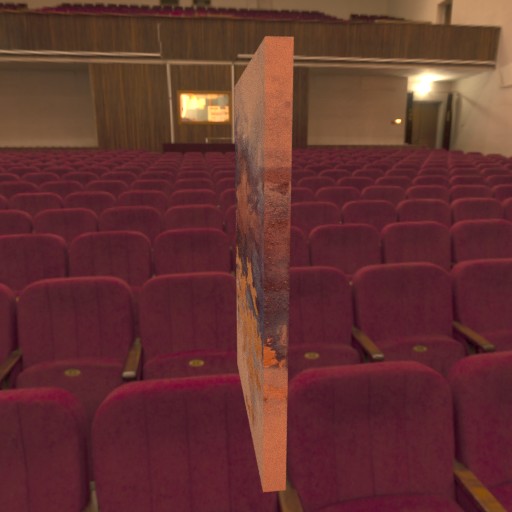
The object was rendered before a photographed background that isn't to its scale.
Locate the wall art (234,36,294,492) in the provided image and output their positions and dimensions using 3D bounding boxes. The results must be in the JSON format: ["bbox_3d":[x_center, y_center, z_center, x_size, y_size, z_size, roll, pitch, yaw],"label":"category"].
[{"bbox_3d":[0.000,0.000,1.107,0.048,0.874,0.583,-2,13,-7],"label":"wall art"}]
